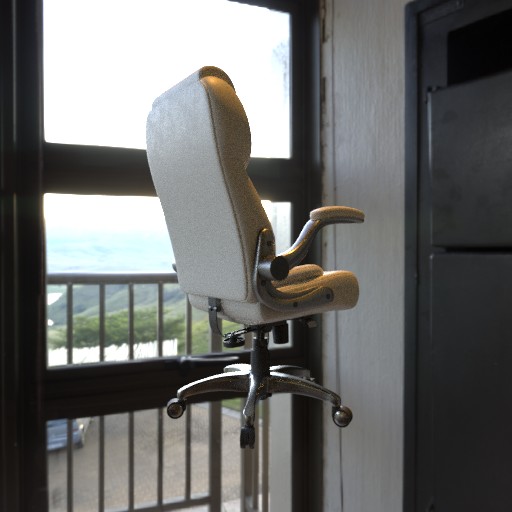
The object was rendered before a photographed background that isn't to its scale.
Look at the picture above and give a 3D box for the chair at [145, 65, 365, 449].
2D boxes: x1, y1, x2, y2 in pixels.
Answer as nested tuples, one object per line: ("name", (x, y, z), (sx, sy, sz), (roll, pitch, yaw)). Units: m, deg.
("chair", (0.000, 0.000, 1.893), (0.806, 1.330, 0.755), (0, 0, -37))
